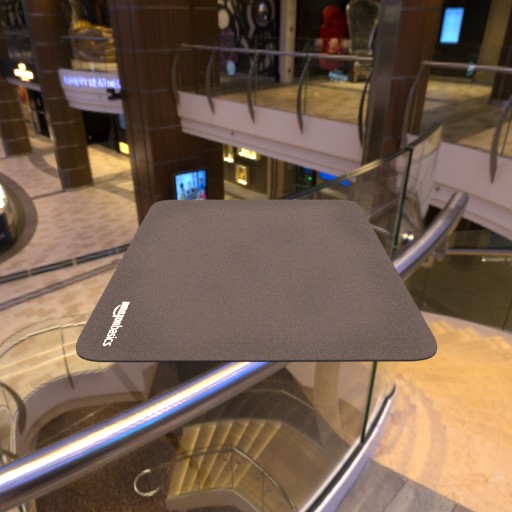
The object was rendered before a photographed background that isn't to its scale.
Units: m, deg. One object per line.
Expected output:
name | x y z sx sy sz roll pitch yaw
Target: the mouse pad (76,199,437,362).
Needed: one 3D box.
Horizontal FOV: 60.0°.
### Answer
mouse pad | 0.000 0.000 0.451 0.269 0.002 0.315 0 28 0
